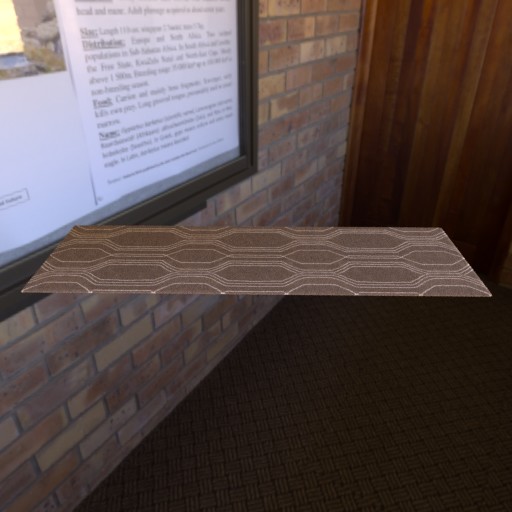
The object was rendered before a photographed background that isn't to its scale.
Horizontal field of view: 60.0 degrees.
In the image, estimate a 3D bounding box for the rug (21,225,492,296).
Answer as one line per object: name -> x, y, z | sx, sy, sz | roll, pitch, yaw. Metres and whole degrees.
rug -> 0.000, 0.000, 2.646 | 2.464, 0.012, 0.773 | 0, 31, 1
